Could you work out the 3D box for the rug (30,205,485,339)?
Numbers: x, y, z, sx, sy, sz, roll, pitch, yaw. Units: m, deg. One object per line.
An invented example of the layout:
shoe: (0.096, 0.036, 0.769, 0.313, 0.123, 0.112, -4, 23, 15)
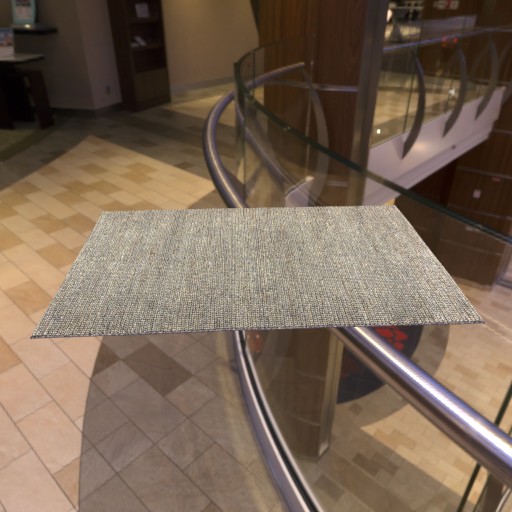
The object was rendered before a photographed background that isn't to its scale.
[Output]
rug: (0.000, 0.000, 3.021, 2.443, 0.021, 1.538, -2, 31, -3)
